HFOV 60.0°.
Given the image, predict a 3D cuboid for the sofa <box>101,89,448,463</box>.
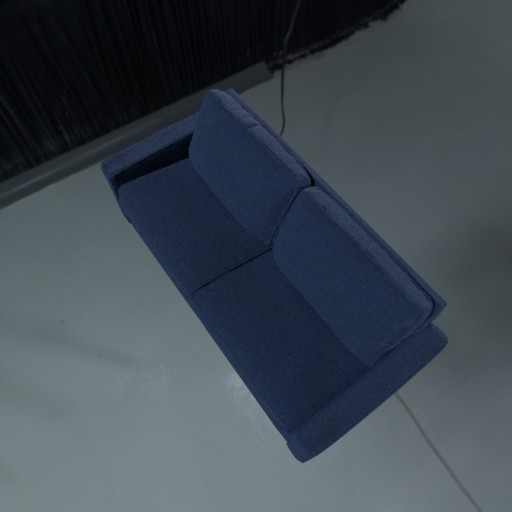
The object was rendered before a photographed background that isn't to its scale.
[{"bbox_3d":[0.000,0.000,2.586,0.940,0.919,2.080,-33,67,-16],"label":"sofa"}]
